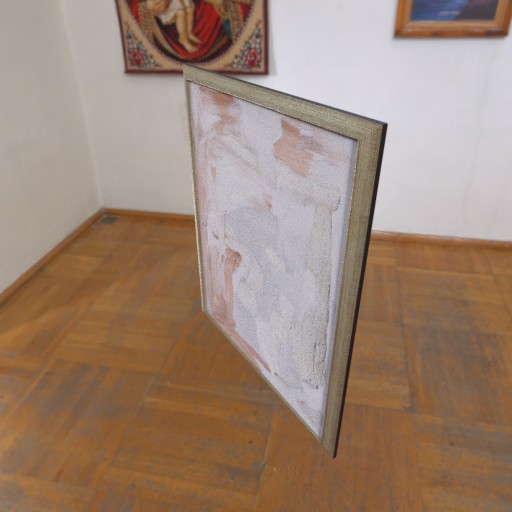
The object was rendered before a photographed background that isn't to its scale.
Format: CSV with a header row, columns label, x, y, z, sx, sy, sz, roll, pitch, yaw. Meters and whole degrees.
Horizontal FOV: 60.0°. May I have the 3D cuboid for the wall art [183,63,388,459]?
label,x,y,z,sx,sy,sz,roll,pitch,yaw
wall art,0.000,0.000,0.905,0.018,0.660,0.559,-19,36,-28
